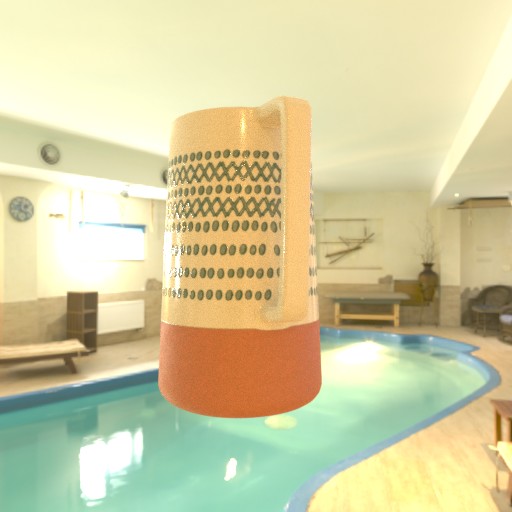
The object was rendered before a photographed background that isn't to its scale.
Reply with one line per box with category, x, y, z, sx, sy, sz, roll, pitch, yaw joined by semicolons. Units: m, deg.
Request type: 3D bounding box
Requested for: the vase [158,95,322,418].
vase;0.000;0.000;0.471;0.168;0.247;0.326;0;0;16
